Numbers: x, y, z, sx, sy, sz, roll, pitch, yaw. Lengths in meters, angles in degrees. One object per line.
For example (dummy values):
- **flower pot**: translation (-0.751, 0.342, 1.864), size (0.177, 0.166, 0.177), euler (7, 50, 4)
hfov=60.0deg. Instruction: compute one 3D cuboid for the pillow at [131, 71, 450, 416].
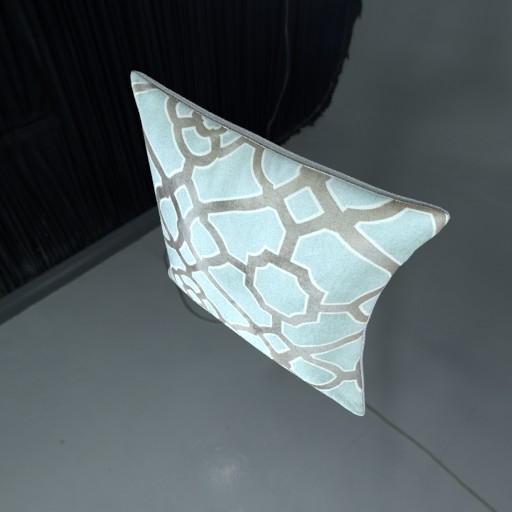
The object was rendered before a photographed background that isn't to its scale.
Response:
- **pillow**: translation (0.000, 0.000, 0.789), size (0.552, 0.508, 0.166), euler (32, 55, 26)
